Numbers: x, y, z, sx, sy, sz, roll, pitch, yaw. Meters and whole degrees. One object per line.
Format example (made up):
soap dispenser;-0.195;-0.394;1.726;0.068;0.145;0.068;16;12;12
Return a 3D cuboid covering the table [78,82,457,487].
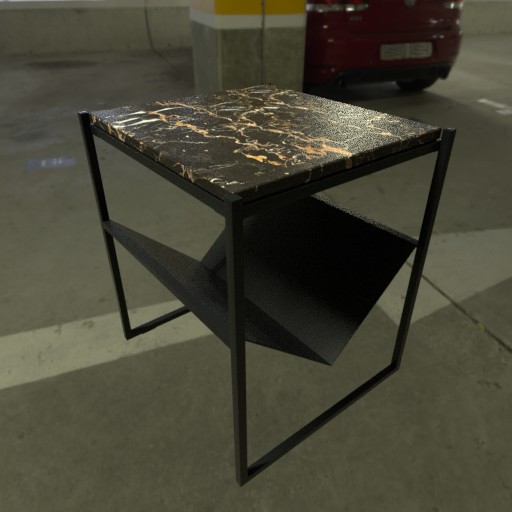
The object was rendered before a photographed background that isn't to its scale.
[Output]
table;0.000;0.000;0.877;0.432;0.534;0.469;-23;38;-32
